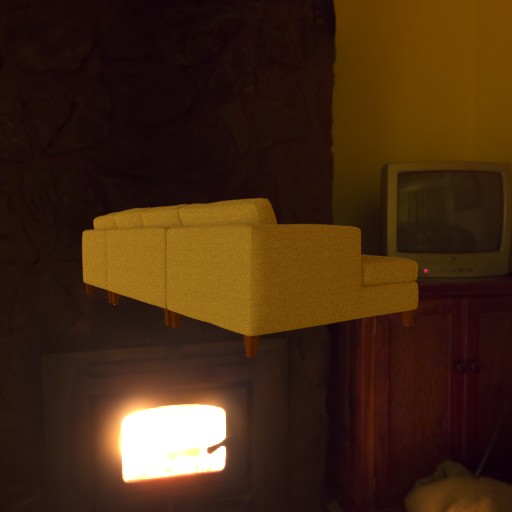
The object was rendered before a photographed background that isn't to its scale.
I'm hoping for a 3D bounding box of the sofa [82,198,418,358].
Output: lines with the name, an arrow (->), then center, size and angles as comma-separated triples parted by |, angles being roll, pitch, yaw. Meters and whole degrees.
sofa -> 0.000, 0.000, 4.570 | 2.594, 0.961, 3.460 | -2, 3, -36
